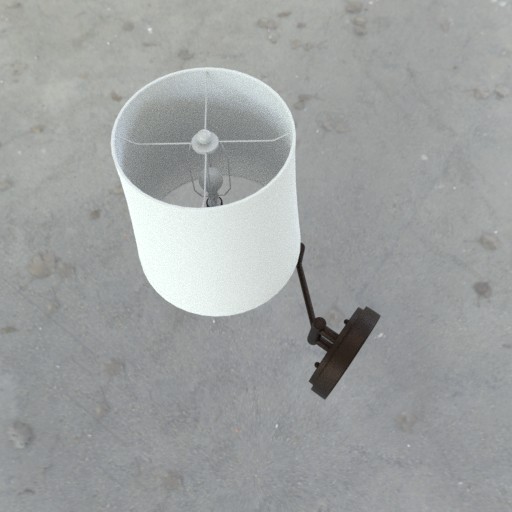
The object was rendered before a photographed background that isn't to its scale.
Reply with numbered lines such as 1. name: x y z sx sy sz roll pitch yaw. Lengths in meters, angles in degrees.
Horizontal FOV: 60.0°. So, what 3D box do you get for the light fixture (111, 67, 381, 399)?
1. light fixture: 0.000 0.000 0.260 0.157 0.172 0.100 34 68 15
